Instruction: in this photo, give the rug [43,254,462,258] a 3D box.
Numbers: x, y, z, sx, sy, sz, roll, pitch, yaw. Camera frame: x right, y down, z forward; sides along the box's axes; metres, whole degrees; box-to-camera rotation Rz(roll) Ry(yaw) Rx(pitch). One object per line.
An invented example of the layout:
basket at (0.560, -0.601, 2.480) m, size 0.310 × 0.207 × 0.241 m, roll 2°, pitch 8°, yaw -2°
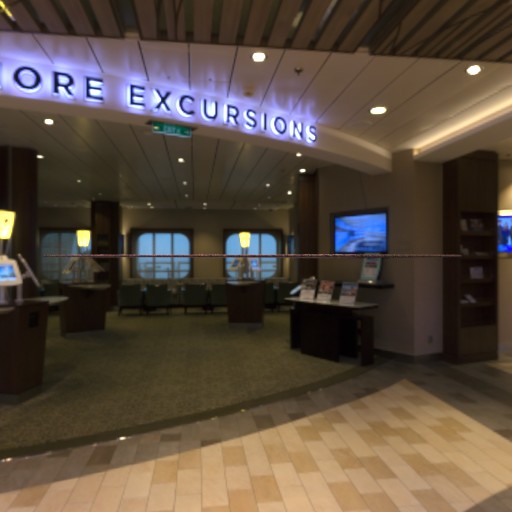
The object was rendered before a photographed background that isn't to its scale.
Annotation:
rug at (0.000, 0.000, 4.088) m, size 3.032 × 0.020 × 2.411 m, roll 0°, pitch 0°, yaw 36°
